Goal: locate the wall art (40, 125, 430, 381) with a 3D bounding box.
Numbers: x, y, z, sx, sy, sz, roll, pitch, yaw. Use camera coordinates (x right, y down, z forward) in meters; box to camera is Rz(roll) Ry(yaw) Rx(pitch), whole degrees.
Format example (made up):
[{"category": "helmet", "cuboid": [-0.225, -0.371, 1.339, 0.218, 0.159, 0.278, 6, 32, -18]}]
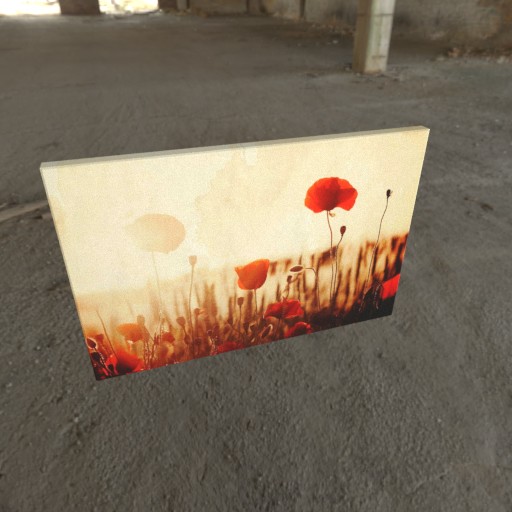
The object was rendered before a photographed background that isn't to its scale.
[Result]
[{"category": "wall art", "cuboid": [0.000, 0.000, 1.174, 0.918, 0.602, 0.038, -10, 33, -15]}]
